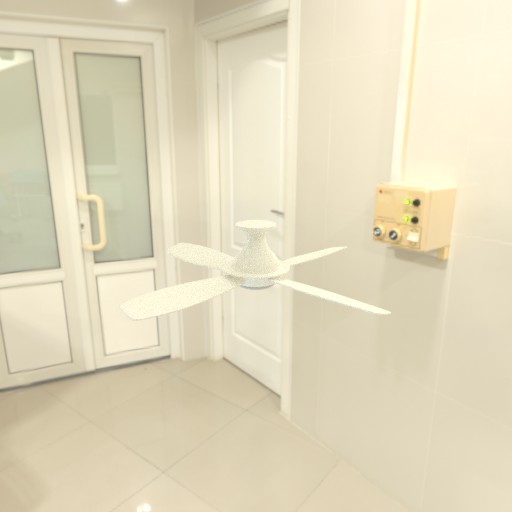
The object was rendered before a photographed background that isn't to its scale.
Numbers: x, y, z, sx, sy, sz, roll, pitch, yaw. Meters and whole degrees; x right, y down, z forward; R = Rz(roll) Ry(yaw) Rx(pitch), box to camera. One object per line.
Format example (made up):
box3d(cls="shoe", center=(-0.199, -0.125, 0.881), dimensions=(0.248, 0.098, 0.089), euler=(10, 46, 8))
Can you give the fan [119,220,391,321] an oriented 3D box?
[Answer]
box3d(cls="fan", center=(0.000, 0.000, 2.572), dimensions=(1.693, 0.382, 1.694), euler=(-15, 22, -42))
